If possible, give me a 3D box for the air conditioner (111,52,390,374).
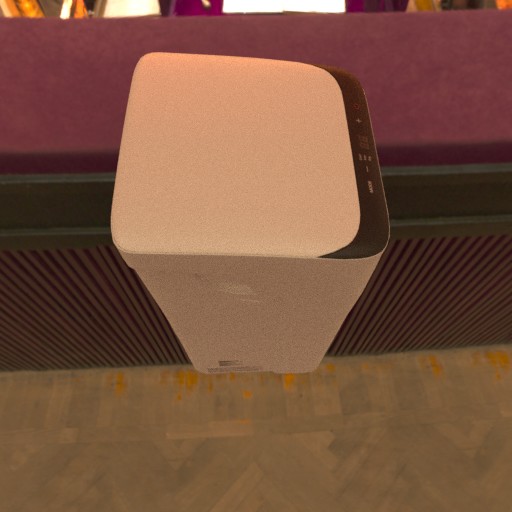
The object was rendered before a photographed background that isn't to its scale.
[{"bbox_3d":[0.000,0.000,0.904,0.369,0.716,0.352,-1,62,-1],"label":"air conditioner"}]
